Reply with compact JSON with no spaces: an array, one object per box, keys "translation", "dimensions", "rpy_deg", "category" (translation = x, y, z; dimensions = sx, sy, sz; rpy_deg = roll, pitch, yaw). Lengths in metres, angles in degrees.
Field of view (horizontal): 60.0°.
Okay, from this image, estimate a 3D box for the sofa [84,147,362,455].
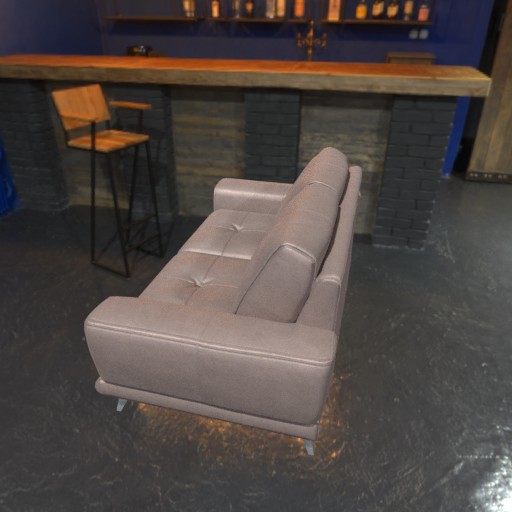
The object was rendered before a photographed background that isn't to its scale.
[{"translation":[0.000,0.000,2.440],"dimensions":[1.018,0.907,1.806],"rpy_deg":[7,30,13],"category":"sofa"}]
